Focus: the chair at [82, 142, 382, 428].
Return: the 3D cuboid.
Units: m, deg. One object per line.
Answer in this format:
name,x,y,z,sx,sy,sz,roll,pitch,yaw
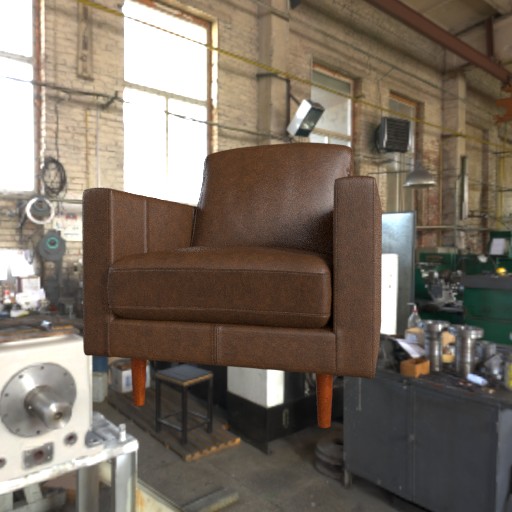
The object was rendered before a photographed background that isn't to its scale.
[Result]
chair,0.000,0.000,1.652,0.890,0.956,0.909,0,1,17
